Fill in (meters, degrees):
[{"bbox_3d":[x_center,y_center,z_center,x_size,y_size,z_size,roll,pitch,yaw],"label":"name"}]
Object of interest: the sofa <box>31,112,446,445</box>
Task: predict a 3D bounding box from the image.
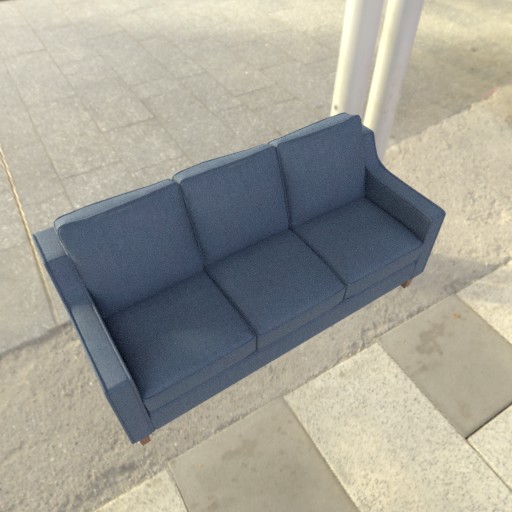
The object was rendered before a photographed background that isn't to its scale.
[{"bbox_3d":[0.000,0.000,2.474,1.986,0.974,0.911,-26,52,-22],"label":"sofa"}]
